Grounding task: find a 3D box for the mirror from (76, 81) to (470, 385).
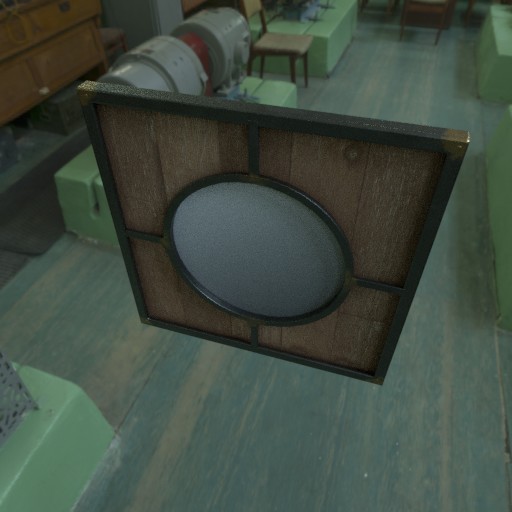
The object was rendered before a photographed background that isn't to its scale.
[{"bbox_3d":[0.000,0.000,0.548,0.382,0.381,0.020,12,44,13],"label":"mirror"}]
